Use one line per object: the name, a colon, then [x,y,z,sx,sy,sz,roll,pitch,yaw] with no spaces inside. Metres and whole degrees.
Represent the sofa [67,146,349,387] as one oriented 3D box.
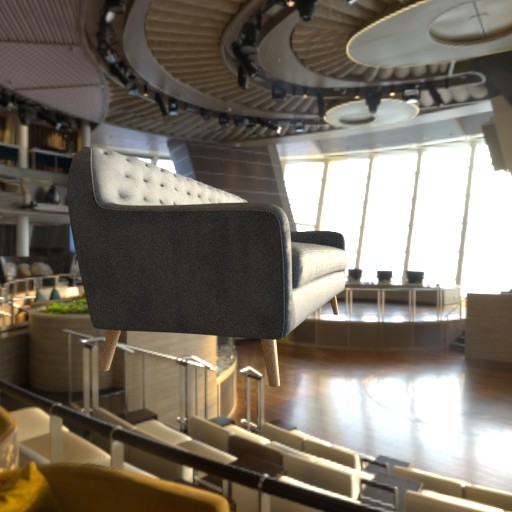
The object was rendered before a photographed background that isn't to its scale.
sofa: [0.000,0.000,2.368,0.841,0.832,1.975,0,0,17]
